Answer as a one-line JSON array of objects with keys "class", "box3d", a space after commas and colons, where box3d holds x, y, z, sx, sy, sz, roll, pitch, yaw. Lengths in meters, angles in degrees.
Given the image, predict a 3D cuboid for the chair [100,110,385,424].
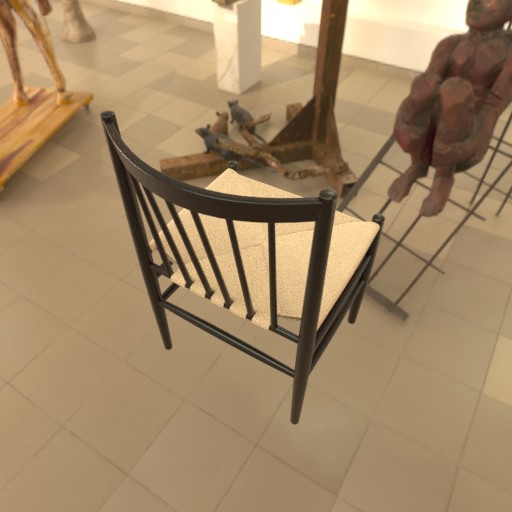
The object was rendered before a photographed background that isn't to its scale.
[{"class": "chair", "box3d": [0.000, 0.000, 1.141, 0.495, 0.818, 0.516, 24, 51, 21]}]
